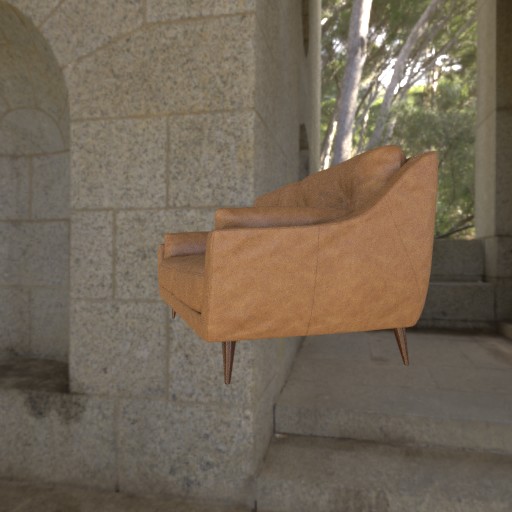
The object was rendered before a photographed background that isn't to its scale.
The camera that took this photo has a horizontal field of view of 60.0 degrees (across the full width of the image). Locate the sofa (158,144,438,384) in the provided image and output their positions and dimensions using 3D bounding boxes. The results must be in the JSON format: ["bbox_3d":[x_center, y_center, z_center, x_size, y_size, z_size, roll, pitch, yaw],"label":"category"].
[{"bbox_3d":[0.000,0.000,2.306,0.904,0.839,1.902,0,0,-17],"label":"sofa"}]
